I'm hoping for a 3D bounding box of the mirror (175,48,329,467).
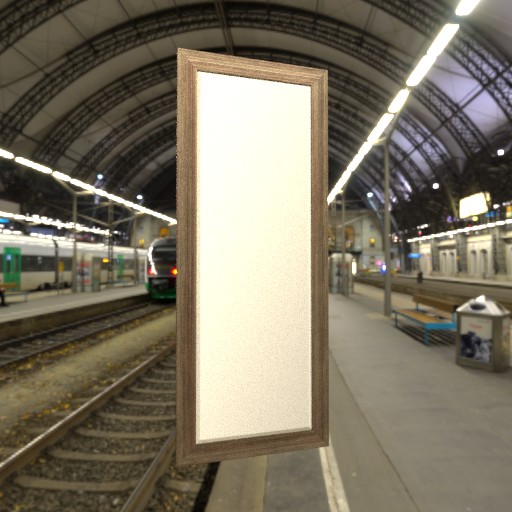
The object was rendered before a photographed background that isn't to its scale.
[{"bbox_3d":[0.000,0.000,2.283,0.812,2.032,0.025,0,-1,-18],"label":"mirror"}]
